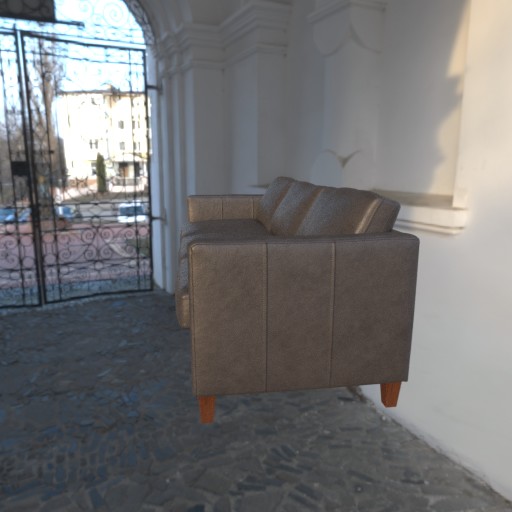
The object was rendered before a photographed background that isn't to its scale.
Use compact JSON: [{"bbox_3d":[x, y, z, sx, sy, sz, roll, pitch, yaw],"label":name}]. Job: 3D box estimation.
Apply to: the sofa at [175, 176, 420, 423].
[{"bbox_3d":[0.000,0.000,3.020,1.045,1.006,2.464,-2,12,-8],"label":"sofa"}]
